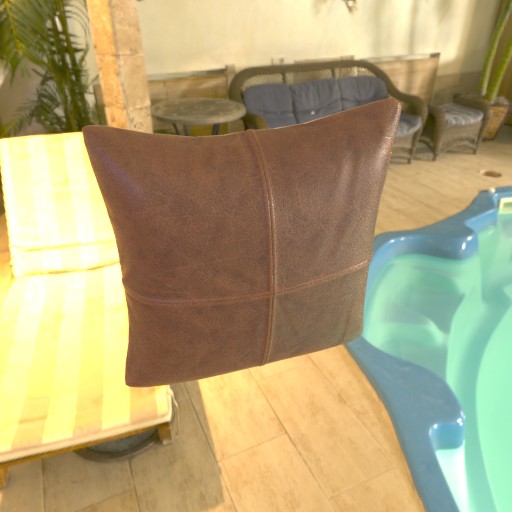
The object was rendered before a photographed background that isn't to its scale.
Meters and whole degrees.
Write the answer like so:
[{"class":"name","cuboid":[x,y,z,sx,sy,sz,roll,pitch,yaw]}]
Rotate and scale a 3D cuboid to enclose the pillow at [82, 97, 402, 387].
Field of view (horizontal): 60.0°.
[{"class":"pillow","cuboid":[0.000,0.000,0.732,0.484,0.470,0.192,-10,32,-16]}]
